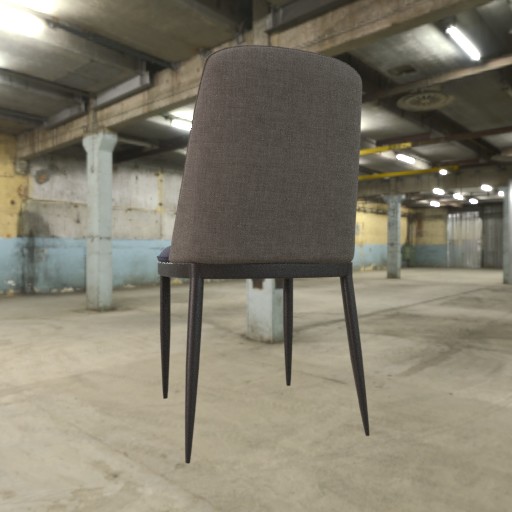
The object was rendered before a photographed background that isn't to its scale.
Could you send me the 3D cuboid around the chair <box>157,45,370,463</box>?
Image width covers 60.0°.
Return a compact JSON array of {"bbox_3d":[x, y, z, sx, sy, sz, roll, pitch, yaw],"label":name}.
[{"bbox_3d":[0.000,0.000,1.160,0.488,0.855,0.550,0,0,-19],"label":"chair"}]
